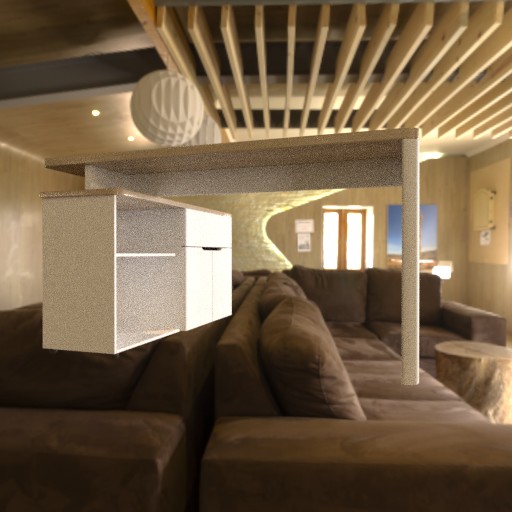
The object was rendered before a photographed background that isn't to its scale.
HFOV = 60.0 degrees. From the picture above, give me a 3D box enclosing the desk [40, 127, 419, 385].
[{"bbox_3d":[0.000,0.000,2.080,1.400,0.770,1.175,0,0,18],"label":"desk"}]
